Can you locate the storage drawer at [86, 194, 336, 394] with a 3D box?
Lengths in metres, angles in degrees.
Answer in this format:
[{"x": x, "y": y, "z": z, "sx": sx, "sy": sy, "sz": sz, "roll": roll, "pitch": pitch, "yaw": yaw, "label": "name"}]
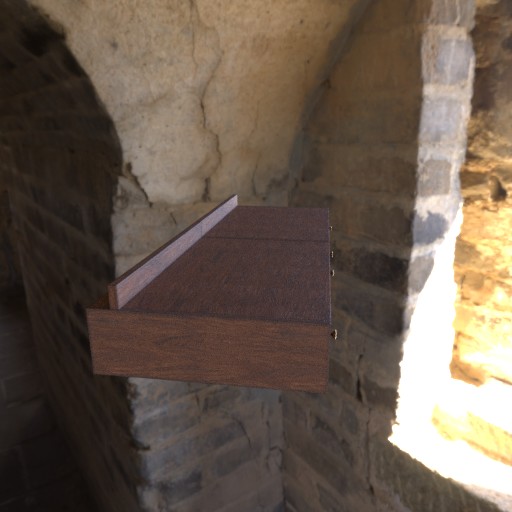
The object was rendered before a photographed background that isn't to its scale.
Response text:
[{"x": 0.000, "y": 0.000, "z": 2.252, "sx": 0.774, "sy": 0.339, "sz": 1.914, "roll": 2, "pitch": 16, "yaw": 8, "label": "storage drawer"}]
